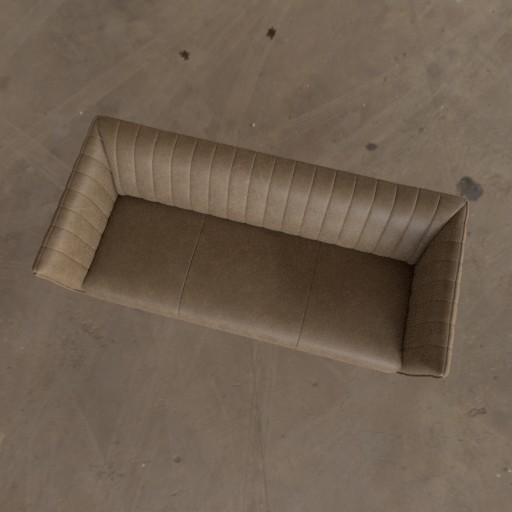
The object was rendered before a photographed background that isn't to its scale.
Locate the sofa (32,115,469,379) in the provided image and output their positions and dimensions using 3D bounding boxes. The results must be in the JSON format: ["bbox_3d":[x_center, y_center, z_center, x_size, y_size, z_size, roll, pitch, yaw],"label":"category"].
[{"bbox_3d":[0.000,0.000,2.426,1.980,0.779,0.876,14,75,4],"label":"sofa"}]
